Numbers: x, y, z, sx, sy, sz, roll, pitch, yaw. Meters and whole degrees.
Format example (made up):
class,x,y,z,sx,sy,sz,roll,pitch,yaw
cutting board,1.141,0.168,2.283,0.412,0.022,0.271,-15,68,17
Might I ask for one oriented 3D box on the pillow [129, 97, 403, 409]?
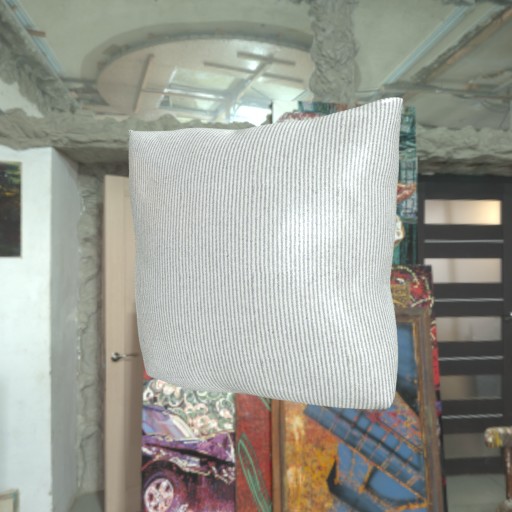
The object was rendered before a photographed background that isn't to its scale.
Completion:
class,x,y,z,sx,sy,sz,roll,pitch,yaw
pillow,0.000,0.000,0.691,0.310,0.432,0.387,0,0,-36
